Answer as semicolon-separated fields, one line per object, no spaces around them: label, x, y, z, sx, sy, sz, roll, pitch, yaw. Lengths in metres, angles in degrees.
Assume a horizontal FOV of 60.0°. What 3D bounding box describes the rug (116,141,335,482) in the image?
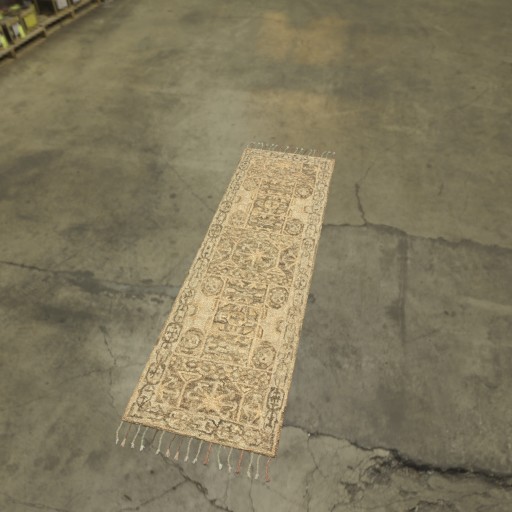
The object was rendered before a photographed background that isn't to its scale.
rug;0.000;0.000;2.893;0.762;0.011;2.664;10;47;9
